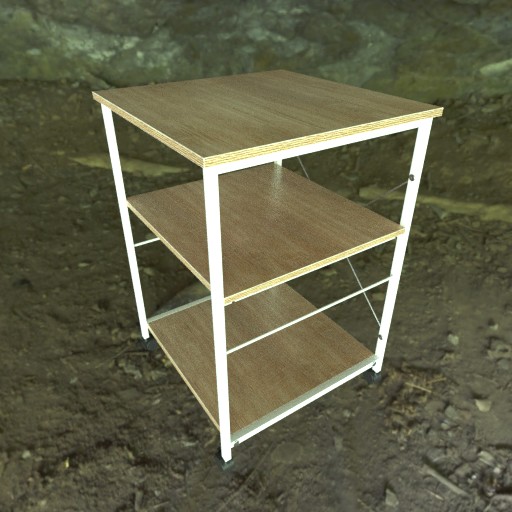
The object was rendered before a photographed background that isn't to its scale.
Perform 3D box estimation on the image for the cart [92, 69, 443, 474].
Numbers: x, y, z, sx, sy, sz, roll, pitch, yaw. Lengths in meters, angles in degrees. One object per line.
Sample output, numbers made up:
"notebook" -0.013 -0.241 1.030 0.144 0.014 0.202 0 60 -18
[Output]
"cart" 0.000 0.000 1.114 0.520 0.762 0.521 -19 37 -28
